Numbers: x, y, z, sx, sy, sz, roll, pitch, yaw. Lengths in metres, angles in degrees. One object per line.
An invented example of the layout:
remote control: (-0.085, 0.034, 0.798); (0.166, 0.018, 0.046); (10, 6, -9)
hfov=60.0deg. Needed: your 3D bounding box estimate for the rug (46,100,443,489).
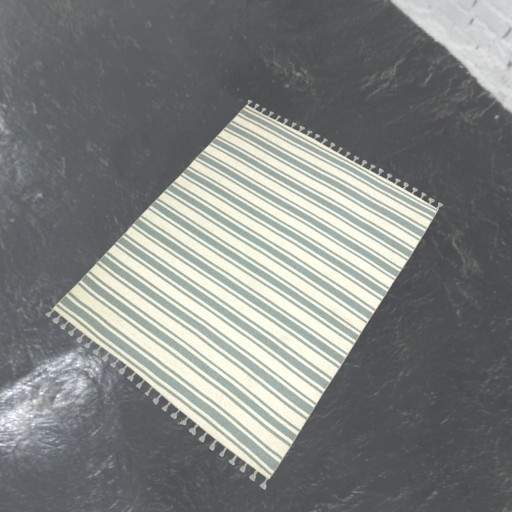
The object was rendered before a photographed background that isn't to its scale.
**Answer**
rug: (0.000, 0.000, 4.274); (2.439, 0.005, 3.201); (33, 69, 14)
